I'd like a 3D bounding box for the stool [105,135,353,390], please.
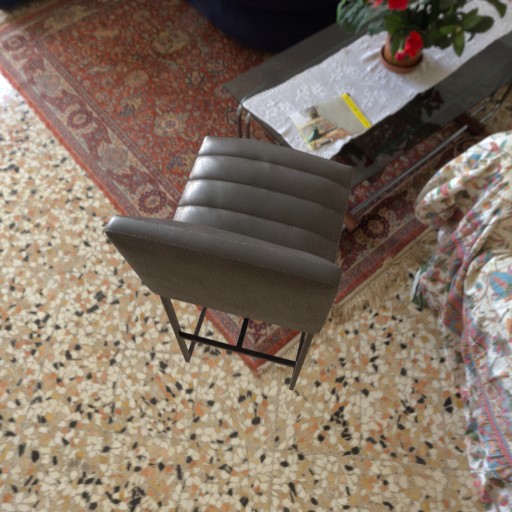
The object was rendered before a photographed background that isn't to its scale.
[{"bbox_3d":[0.000,0.000,1.366,0.463,1.065,0.562,13,64,6],"label":"stool"}]
